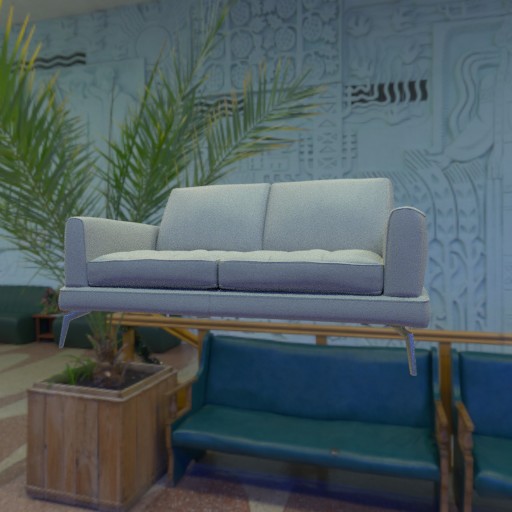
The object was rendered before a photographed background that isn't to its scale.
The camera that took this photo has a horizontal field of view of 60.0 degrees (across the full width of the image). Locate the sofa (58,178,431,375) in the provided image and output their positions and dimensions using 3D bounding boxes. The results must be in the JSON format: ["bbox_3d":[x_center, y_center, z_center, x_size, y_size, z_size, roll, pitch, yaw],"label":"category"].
[{"bbox_3d":[0.000,0.000,2.504,1.819,0.930,1.121,0,0,18],"label":"sofa"}]
